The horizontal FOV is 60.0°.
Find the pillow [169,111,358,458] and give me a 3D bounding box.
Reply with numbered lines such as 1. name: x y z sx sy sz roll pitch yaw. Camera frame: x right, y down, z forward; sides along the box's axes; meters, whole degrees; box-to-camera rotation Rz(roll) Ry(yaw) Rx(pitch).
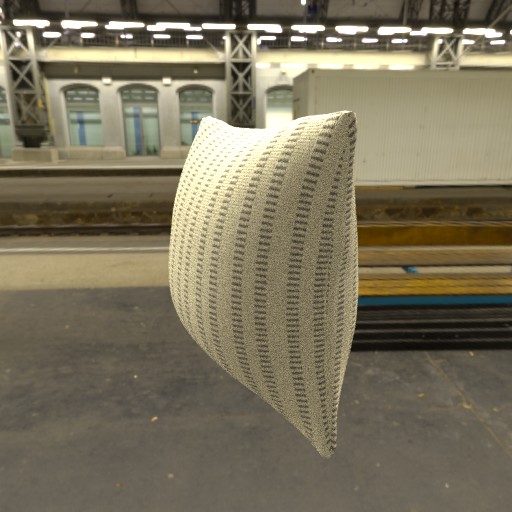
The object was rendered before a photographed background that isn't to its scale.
1. pillow: 0.000 0.000 0.686 0.247 0.419 0.438 -8 18 -25
